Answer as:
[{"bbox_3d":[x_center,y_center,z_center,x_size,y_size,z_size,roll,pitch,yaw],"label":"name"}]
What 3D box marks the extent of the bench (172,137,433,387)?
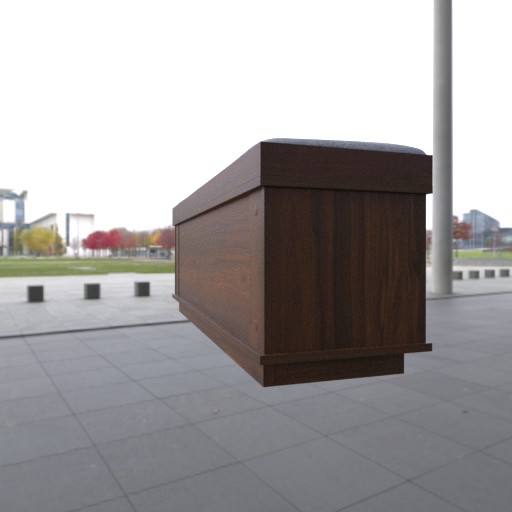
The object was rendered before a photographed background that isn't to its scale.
[{"bbox_3d":[0.000,0.000,1.375,0.367,0.468,1.196,0,0,-18],"label":"bench"}]
